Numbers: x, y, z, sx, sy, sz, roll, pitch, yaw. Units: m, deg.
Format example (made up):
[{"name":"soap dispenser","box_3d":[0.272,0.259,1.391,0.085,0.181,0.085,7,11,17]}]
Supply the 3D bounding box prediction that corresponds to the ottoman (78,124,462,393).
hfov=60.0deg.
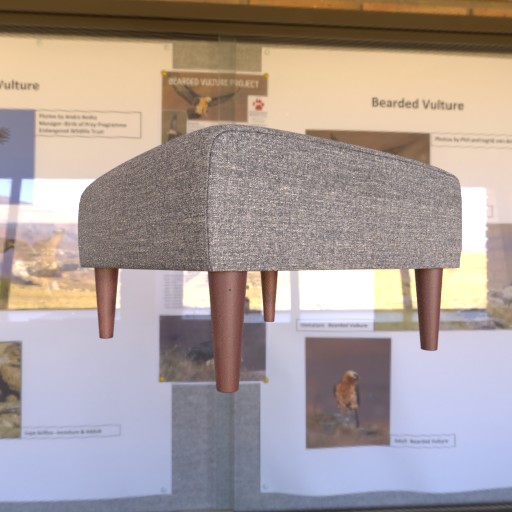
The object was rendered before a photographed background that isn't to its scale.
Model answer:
[{"name":"ottoman","box_3d":[0.000,0.000,1.016,0.648,0.399,0.655,1,-1,-36]}]
